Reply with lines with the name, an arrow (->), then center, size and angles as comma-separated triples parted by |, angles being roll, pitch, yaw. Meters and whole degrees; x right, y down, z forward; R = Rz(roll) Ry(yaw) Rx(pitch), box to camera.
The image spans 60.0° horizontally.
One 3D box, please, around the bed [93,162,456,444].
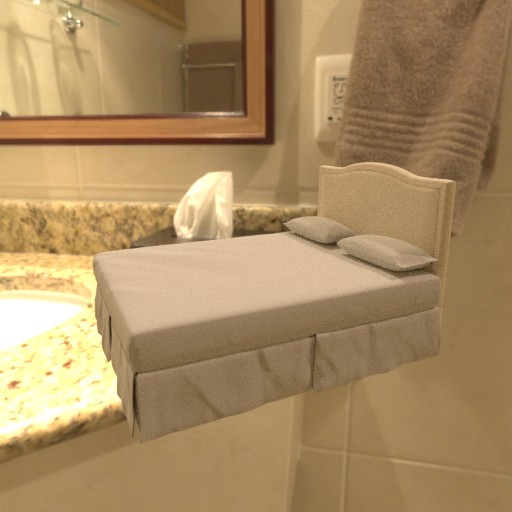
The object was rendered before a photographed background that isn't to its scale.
bed -> 0.000, 0.000, 3.643 | 2.477, 1.437, 1.977 | -7, 17, -24
